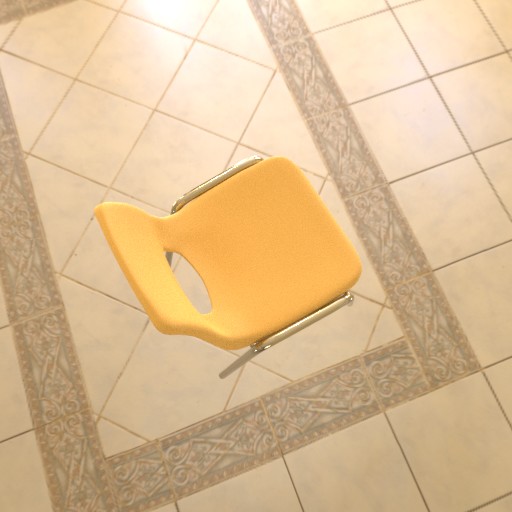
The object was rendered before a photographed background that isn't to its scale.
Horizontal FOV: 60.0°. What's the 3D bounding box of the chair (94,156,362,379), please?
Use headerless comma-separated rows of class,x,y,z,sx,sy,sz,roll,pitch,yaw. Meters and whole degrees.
chair,0.000,0.000,0.965,0.436,0.704,0.381,-30,77,-8
